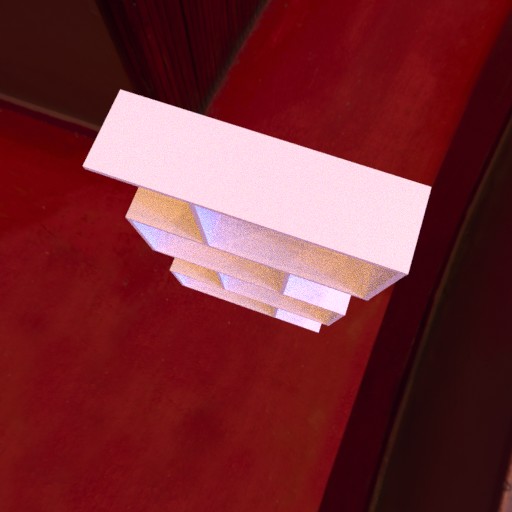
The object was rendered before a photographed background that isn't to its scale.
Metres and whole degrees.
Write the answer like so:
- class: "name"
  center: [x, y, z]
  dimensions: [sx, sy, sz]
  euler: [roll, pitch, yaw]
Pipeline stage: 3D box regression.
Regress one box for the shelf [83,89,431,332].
- class: "shelf"
  center: [0.000, 0.000, 1.969]
  dimensions: [0.890, 1.650, 0.250]
  euler: [19, 76, 5]
